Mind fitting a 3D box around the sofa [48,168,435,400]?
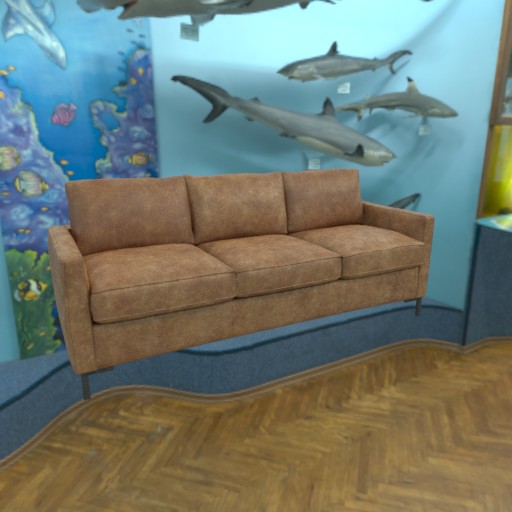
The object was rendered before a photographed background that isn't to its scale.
[{"bbox_3d":[0.000,0.000,2.429,2.029,0.863,0.748,-8,17,-26],"label":"sofa"}]
